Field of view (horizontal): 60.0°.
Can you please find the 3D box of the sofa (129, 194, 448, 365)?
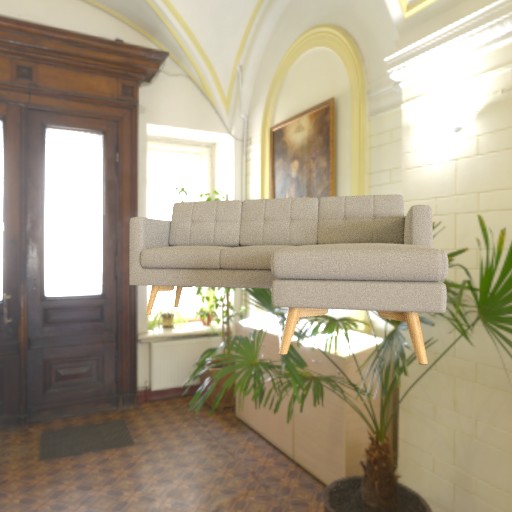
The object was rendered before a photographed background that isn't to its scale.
[{"bbox_3d":[0.000,0.000,2.755,2.040,0.860,1.530,0,1,17],"label":"sofa"}]
